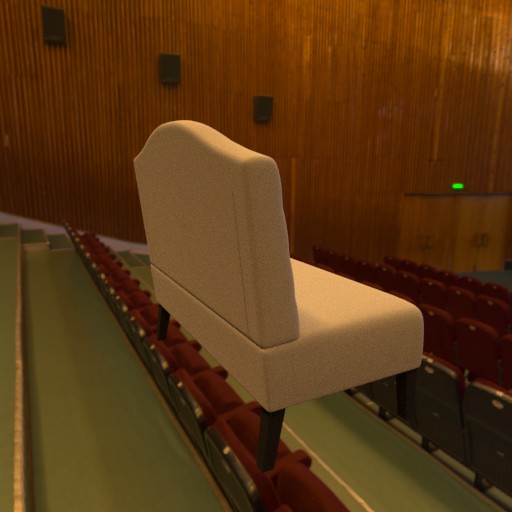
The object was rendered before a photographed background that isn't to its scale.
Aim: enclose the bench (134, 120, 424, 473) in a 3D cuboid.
[{"bbox_3d":[0.000,0.000,2.069,0.815,1.180,1.335,-7,14,-27],"label":"bench"}]
